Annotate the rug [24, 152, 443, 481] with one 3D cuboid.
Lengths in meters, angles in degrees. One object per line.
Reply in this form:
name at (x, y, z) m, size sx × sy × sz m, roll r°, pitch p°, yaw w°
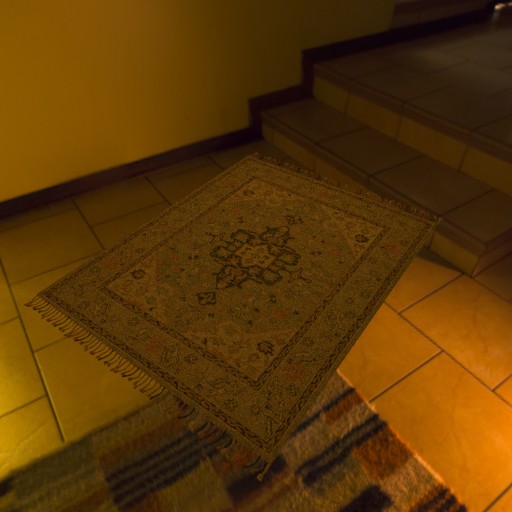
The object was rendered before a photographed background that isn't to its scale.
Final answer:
rug at (0.000, 0.000, 3.356) m, size 1.971 × 0.010 × 2.651 m, roll 26°, pitch 47°, yaw 26°
